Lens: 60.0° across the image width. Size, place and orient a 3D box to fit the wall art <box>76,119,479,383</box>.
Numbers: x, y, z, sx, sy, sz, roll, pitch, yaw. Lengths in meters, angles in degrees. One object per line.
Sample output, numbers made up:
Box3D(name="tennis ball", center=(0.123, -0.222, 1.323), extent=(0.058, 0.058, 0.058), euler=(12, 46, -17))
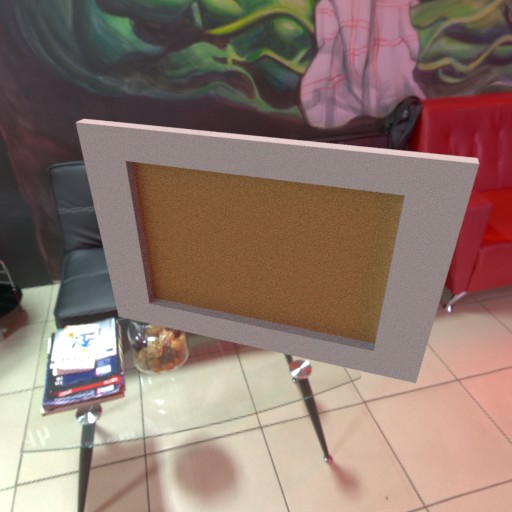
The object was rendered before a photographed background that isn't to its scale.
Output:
Box3D(name="wall art", center=(0.000, 0.000, 1.142), extent=(0.906, 0.617, 0.033), euler=(10, 34, 14))
